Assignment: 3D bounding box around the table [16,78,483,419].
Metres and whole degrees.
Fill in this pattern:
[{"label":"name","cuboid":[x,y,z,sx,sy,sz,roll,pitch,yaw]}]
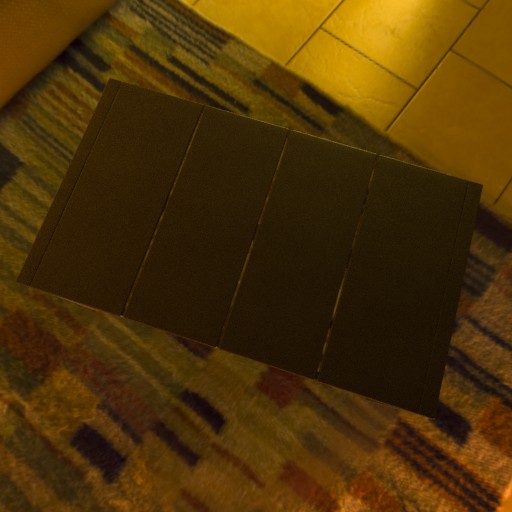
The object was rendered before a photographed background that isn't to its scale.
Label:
[{"label":"table","cuboid":[0.000,0.000,1.252,0.965,0.460,0.559,17,76,4]}]
